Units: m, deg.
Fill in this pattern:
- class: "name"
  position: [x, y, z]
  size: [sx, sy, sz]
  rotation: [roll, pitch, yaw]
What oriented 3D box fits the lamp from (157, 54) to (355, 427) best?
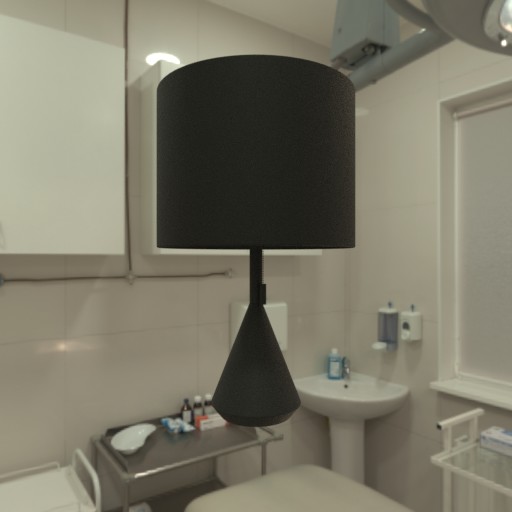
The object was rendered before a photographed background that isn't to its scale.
- class: "lamp"
  position: [0.000, 0.000, 0.820]
  size: [0.359, 0.584, 0.359]
  rotation: [0, 0, -35]
